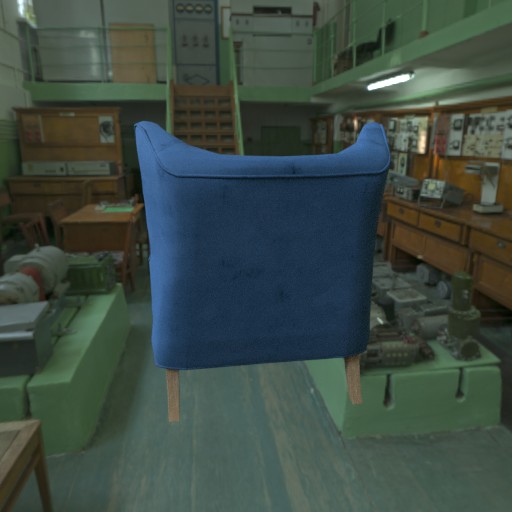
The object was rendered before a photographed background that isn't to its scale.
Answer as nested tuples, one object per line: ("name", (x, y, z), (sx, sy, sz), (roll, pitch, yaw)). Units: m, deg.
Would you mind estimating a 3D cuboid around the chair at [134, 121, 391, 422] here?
("chair", (0.000, 0.000, 1.651), (0.793, 0.952, 0.910), (-2, 15, -9))
